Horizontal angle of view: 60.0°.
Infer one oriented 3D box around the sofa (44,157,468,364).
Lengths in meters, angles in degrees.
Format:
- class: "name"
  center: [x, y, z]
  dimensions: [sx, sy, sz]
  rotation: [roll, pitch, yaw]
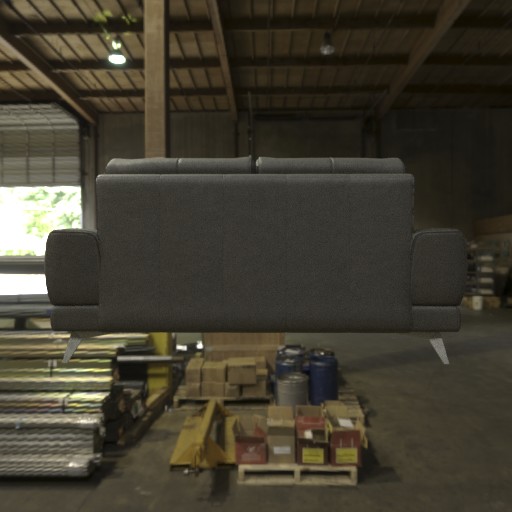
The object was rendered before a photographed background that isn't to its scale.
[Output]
- class: "sofa"
  center: [0.000, 0.000, 2.337]
  dimensions: [1.806, 0.907, 1.018]
  rotation: [0, 0, 1]
